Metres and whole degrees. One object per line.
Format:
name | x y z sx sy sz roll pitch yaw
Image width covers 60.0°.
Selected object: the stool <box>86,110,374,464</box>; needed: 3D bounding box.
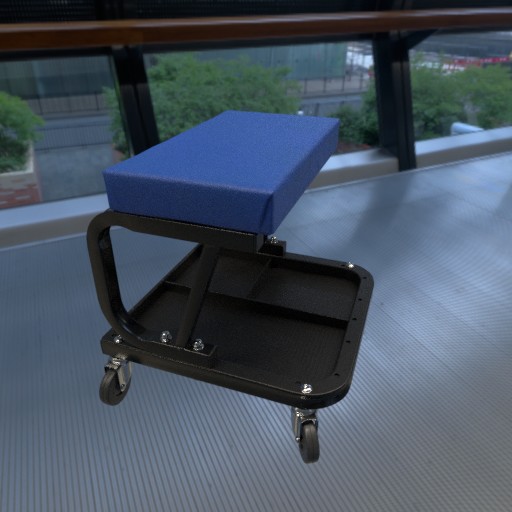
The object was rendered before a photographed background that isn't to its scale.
stool | 0.000 0.000 0.720 0.371 0.380 0.446 10 31 17
